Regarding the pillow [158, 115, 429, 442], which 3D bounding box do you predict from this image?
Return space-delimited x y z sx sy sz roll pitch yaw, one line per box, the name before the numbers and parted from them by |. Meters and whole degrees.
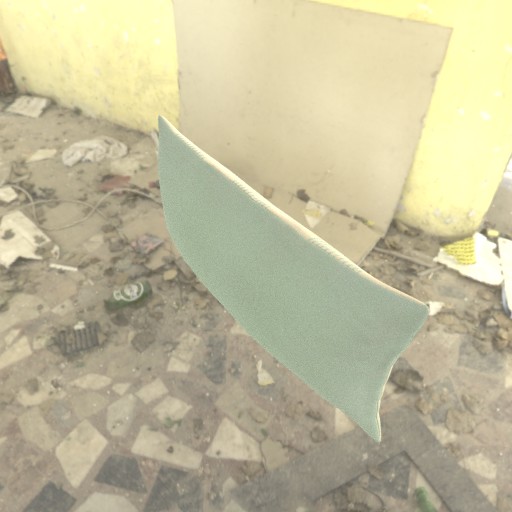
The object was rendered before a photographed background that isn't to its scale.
pillow | 0.000 0.000 0.732 0.151 0.287 0.610 -25 47 -26
